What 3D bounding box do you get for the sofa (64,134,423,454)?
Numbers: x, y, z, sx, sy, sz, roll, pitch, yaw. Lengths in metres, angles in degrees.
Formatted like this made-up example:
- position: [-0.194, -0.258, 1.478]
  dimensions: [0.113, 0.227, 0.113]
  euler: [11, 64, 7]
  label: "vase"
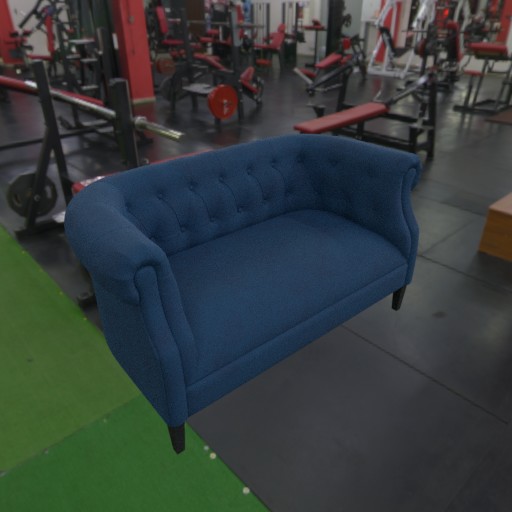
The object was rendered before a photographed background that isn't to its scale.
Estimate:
- position: [0.000, 0.000, 2.039]
  dimensions: [1.558, 0.827, 0.835]
  euler: [-23, 37, -33]
  label: "sofa"
